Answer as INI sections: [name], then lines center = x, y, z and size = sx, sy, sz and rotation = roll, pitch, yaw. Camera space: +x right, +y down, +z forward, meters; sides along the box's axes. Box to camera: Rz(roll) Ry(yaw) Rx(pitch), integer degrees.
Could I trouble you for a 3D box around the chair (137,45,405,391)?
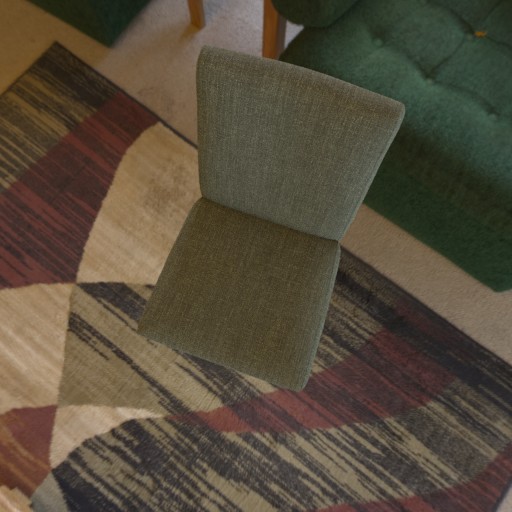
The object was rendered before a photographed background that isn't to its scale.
[chair]
center = 0.000, 0.000, 1.253
size = 0.487, 0.884, 0.629
rotation = 19, 77, 5
